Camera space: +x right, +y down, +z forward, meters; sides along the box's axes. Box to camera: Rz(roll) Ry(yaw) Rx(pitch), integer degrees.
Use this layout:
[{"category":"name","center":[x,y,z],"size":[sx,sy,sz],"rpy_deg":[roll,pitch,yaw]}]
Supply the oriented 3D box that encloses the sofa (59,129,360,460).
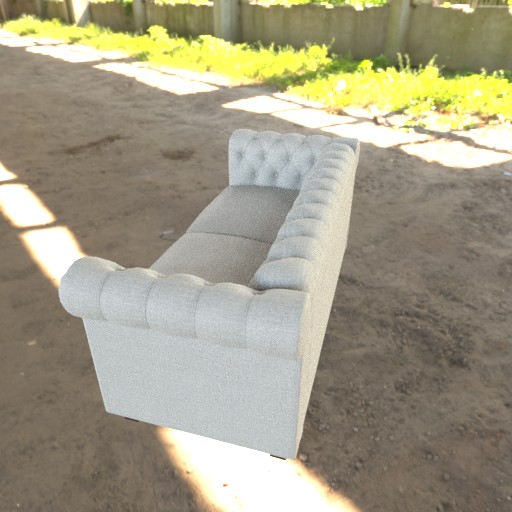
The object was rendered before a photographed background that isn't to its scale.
[{"category":"sofa","center":[0.000,0.000,2.167],"size":[0.783,0.797,1.798],"rpy_deg":[9,32,14]}]
